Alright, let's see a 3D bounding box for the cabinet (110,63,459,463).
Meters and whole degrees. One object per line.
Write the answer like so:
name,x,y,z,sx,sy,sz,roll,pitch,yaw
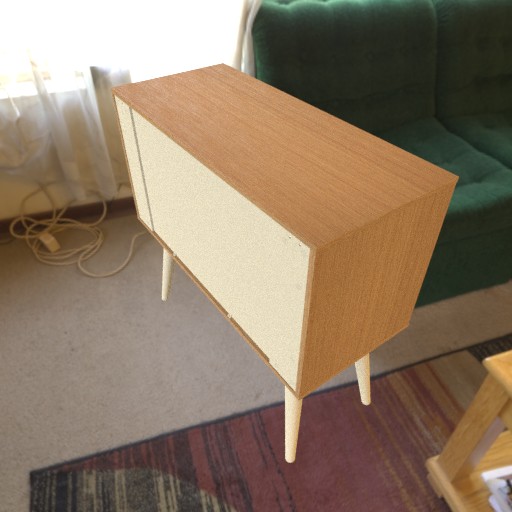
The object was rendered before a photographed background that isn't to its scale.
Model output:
cabinet,0.000,0.000,1.626,0.470,1.016,1.057,-25,47,-26
